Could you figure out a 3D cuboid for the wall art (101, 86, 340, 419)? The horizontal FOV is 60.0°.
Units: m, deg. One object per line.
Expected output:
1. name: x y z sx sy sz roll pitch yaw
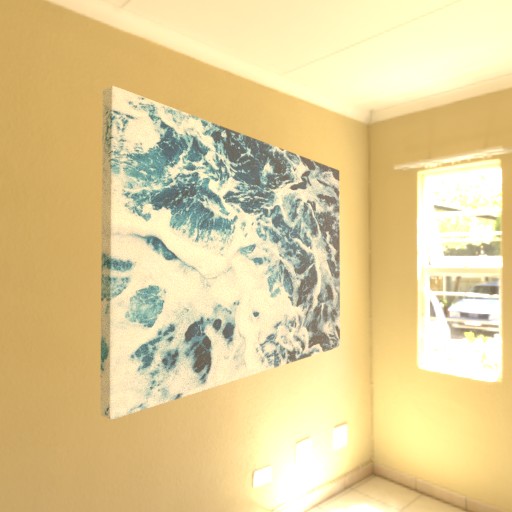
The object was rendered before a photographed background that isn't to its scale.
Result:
1. wall art: 0.000 0.000 1.964 0.055 1.017 1.524 -1 -2 37
